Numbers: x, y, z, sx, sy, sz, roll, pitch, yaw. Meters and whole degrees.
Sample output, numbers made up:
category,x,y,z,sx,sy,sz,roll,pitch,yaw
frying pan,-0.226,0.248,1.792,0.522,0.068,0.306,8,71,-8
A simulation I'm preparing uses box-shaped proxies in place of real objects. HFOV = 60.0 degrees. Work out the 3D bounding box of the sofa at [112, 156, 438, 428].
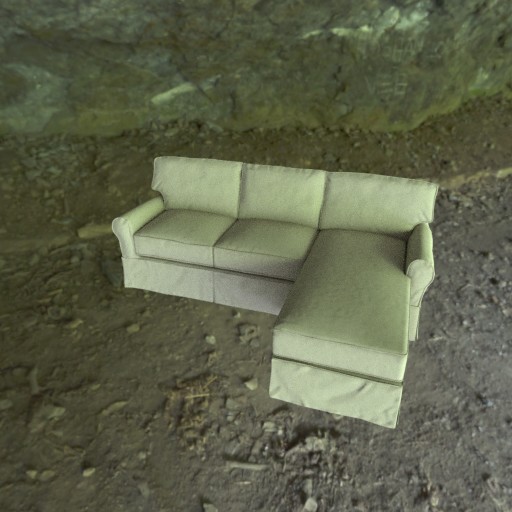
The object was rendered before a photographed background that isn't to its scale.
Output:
category,x,y,z,sx,sy,sz,roll,pitch,yaw
sofa,0.000,0.000,3.280,2.475,0.978,1.733,9,29,16
